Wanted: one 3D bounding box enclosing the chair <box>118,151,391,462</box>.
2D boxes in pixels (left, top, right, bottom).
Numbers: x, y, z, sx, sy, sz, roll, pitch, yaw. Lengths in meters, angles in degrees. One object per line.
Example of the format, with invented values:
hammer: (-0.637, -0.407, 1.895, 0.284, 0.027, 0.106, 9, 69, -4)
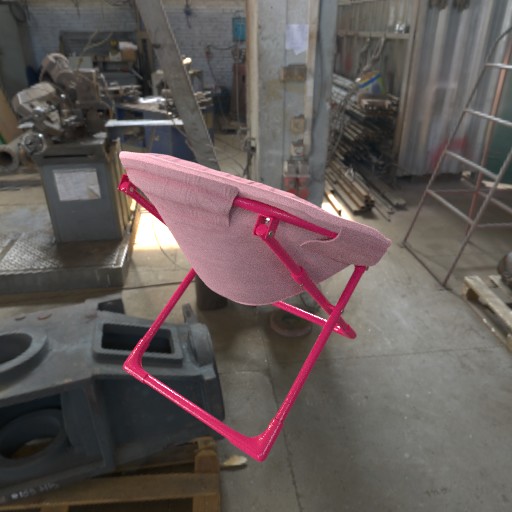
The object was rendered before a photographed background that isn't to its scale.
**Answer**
chair: (0.000, 0.000, 0.895, 0.522, 0.494, 0.459, 20, 34, 33)
